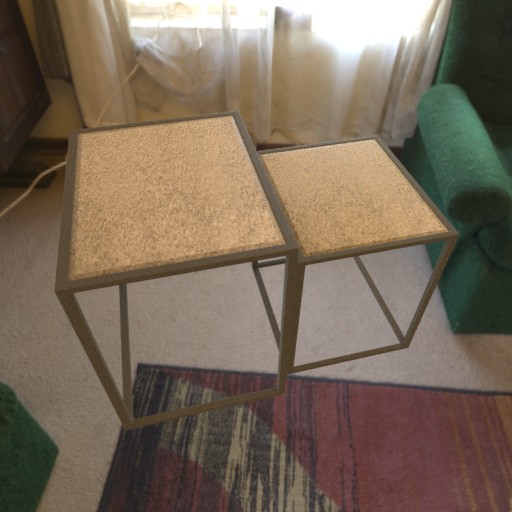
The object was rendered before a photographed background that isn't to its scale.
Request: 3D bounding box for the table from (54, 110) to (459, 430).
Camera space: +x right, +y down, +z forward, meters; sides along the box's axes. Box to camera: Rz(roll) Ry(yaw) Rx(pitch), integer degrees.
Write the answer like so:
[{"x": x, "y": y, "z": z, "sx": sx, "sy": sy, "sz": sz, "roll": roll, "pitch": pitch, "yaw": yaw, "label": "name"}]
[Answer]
[{"x": 0.000, "y": 0.000, "z": 1.140, "sx": 0.788, "sy": 0.540, "sz": 0.508, "roll": -10, "pitch": 47, "yaw": -9, "label": "table"}]
